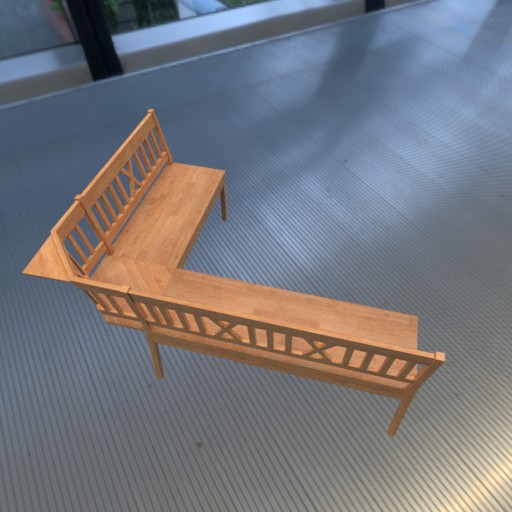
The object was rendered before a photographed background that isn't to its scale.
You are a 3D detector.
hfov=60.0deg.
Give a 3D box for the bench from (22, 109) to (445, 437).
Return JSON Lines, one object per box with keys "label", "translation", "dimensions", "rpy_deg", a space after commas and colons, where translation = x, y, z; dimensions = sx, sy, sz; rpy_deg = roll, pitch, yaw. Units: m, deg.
{"label": "bench", "translation": [0.000, 0.000, 2.747], "dimensions": [1.937, 0.902, 1.537], "rpy_deg": [11, 48, 10]}
